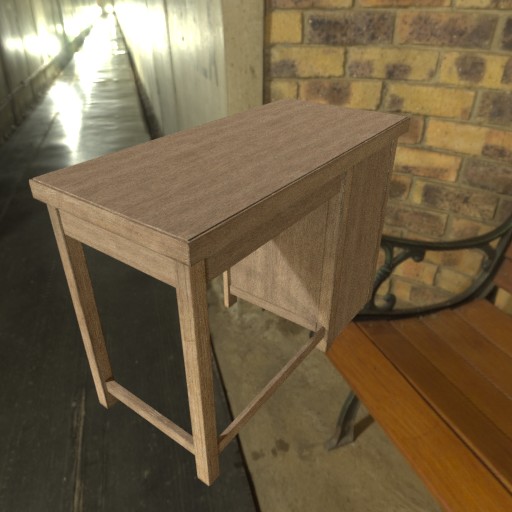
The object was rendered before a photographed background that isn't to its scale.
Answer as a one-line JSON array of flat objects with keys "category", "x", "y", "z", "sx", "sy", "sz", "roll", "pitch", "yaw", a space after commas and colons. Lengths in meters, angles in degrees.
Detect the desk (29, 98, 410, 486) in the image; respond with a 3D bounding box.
[{"category": "desk", "x": 0.000, "y": 0.000, "z": 1.744, "sx": 0.610, "sy": 0.912, "sz": 1.289, "roll": 21, "pitch": 37, "yaw": 31}]
